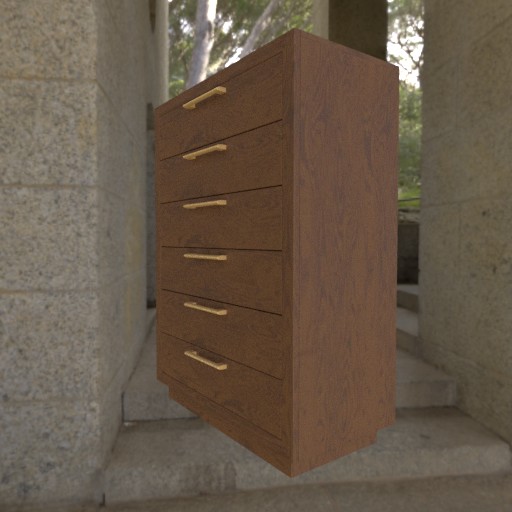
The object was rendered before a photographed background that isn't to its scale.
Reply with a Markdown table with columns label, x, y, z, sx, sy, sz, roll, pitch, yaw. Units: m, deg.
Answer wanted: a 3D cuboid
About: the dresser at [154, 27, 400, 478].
| label | x | y | z | sx | sy | sz | roll | pitch | yaw |
| --- | --- | --- | --- | --- | --- | --- | --- | --- | --- |
| dresser | 0.000 | 0.000 | 1.782 | 0.516 | 1.320 | 0.964 | -2 | 3 | -36 |
